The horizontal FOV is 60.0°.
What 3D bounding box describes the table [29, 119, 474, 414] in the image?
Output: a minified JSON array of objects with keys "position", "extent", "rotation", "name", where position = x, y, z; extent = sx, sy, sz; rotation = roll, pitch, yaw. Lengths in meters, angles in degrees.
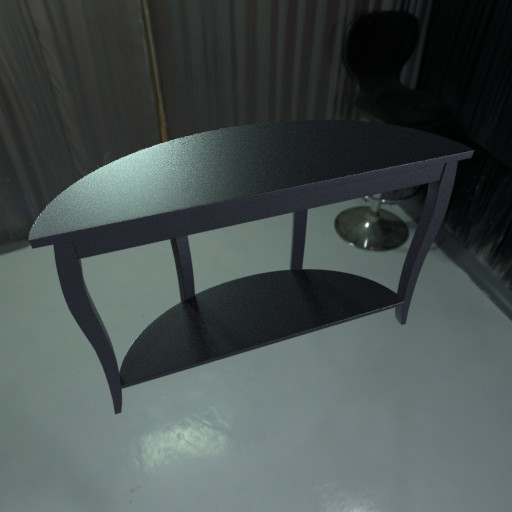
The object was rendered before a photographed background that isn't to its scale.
[{"position":[0.000,0.000,1.538],"extent":[1.219,0.780,0.394],"rotation":[-14,43,-15],"name":"table"}]
